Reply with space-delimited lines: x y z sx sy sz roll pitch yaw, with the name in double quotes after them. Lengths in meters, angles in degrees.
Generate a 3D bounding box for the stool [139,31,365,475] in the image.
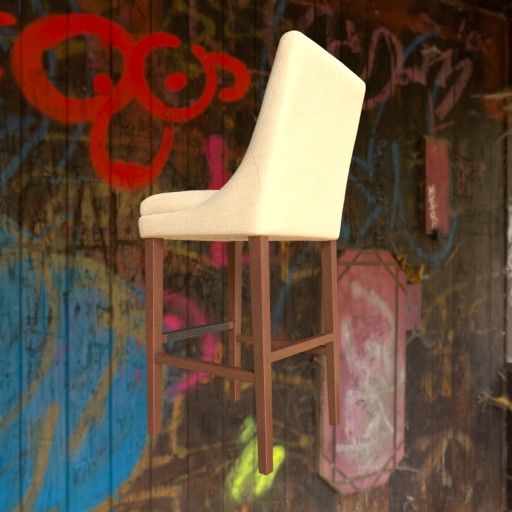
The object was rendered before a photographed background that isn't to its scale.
0.000 0.000 1.361 0.577 1.078 0.470 0 0 36 "stool"
